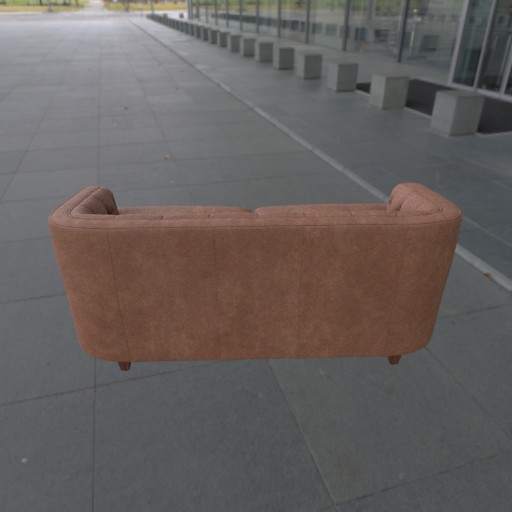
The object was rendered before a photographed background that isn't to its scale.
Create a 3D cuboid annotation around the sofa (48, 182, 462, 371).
[{"bbox_3d":[0.000,0.000,2.200,1.755,0.786,0.914,-1,30,-2],"label":"sofa"}]
